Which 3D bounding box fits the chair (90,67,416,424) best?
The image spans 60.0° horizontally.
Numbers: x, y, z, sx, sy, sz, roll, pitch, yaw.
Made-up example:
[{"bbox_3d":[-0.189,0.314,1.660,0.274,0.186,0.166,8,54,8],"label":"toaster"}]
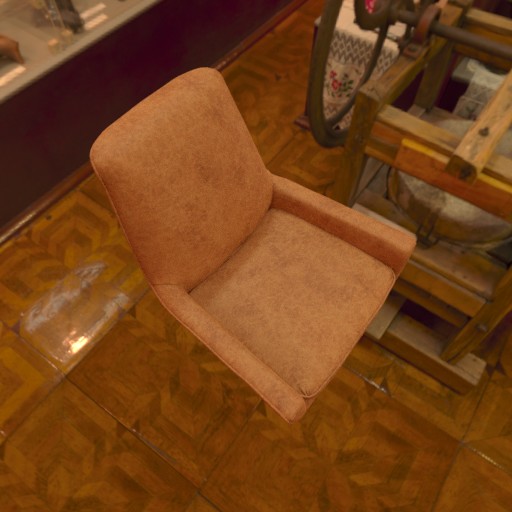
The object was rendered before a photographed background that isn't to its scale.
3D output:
[{"bbox_3d":[0.000,0.000,1.498,0.851,0.883,0.753,33,64,19],"label":"chair"}]
